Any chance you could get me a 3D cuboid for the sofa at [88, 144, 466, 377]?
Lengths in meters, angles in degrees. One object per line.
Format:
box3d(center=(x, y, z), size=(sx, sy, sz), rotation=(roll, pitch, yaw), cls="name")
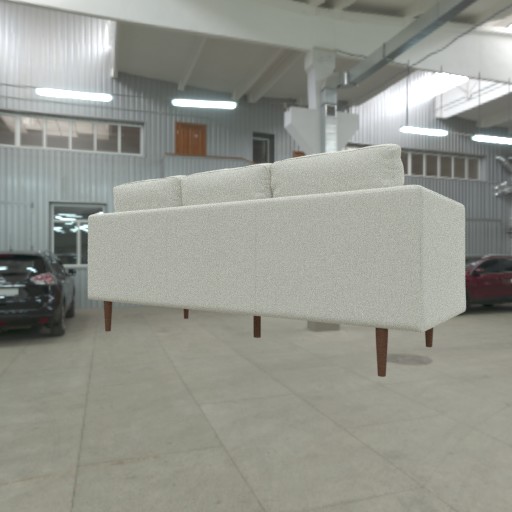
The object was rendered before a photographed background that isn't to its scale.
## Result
box3d(center=(0.000, 0.000, 2.478), size=(2.029, 0.912, 0.802), rotation=(0, 0, 36), cls="sofa")
